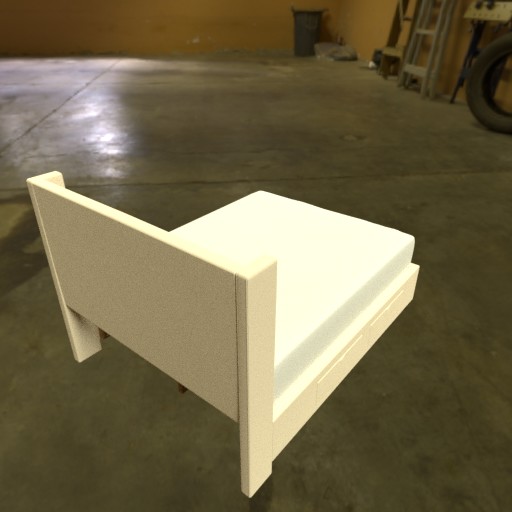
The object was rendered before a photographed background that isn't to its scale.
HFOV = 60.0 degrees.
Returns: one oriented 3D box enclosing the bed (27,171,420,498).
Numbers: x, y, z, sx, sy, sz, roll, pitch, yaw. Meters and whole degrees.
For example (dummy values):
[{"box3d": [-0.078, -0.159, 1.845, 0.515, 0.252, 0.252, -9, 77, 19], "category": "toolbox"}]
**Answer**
[{"box3d": [0.000, 0.000, 3.345, 1.765, 1.471, 2.280, 22, 37, 33], "category": "bed"}]
